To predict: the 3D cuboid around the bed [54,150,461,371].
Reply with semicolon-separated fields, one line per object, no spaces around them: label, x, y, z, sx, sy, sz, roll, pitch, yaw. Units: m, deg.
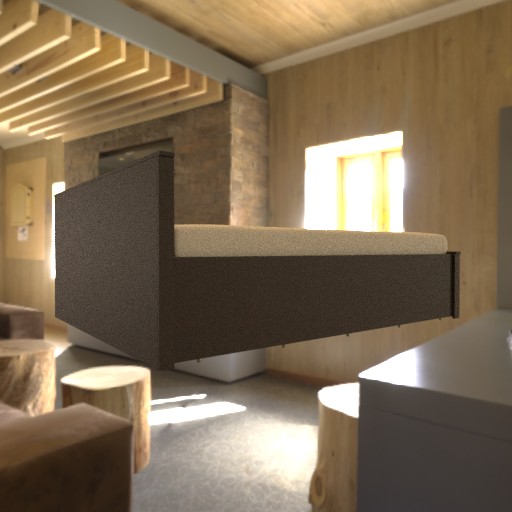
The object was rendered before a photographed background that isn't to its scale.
bed;0.000;0.000;2.904;2.103;0.808;1.634;-1;1;-37
